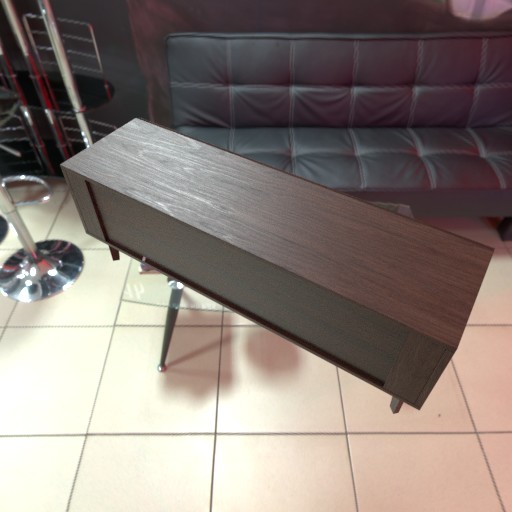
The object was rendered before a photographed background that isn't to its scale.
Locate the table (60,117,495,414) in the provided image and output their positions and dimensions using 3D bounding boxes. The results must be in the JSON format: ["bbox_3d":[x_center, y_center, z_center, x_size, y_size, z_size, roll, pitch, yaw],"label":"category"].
[{"bbox_3d":[0.000,0.000,1.616,1.397,0.508,0.405,25,51,22],"label":"table"}]
